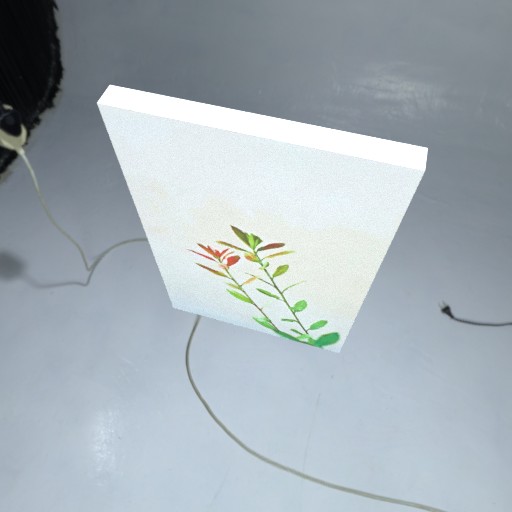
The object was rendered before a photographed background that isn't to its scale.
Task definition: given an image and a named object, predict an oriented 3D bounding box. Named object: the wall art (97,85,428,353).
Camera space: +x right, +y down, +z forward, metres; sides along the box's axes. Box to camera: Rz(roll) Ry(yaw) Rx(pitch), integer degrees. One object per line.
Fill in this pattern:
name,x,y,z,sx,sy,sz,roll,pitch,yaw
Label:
wall art,0.000,0.000,0.800,0.408,0.611,0.038,14,59,8
